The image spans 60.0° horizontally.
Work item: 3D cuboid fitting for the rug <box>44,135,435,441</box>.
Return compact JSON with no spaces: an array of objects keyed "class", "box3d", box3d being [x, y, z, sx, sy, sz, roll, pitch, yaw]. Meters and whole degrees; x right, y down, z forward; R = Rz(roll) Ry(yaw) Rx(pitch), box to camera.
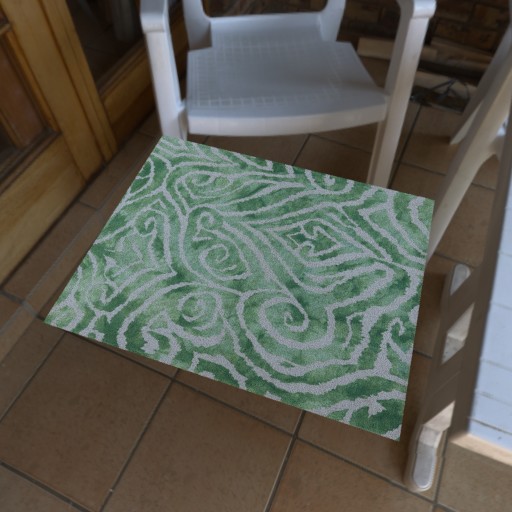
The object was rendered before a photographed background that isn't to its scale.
[{"class":"rug","box3d":[0.000,0.000,4.176,3.045,0.007,2.436,16,59,10]}]
